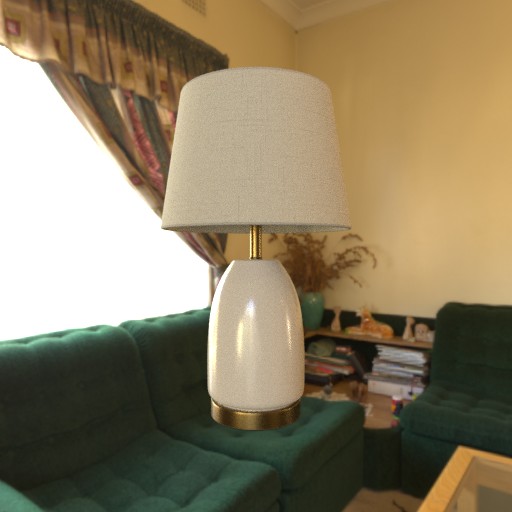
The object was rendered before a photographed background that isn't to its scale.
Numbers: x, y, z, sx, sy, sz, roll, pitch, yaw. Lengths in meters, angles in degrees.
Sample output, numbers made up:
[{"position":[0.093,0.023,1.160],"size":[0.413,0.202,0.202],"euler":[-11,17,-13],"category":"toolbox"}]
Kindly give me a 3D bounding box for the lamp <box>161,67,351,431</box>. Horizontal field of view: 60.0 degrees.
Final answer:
[{"position":[0.000,0.000,0.678],"size":[0.285,0.483,0.285],"euler":[0,1,0],"category":"lamp"}]
